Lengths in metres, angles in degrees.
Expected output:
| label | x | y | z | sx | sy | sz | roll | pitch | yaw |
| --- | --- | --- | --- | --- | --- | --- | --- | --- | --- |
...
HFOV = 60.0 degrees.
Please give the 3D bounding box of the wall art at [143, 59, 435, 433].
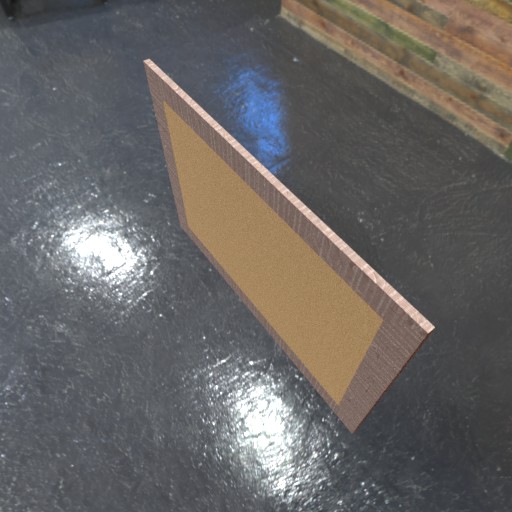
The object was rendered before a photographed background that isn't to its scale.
| label | x | y | z | sx | sy | sz | roll | pitch | yaw |
| --- | --- | --- | --- | --- | --- | --- | --- | --- | --- |
| wall art | 0.000 | 0.000 | 1.347 | 0.020 | 0.761 | 1.056 | -32 | 61 | -20 |
